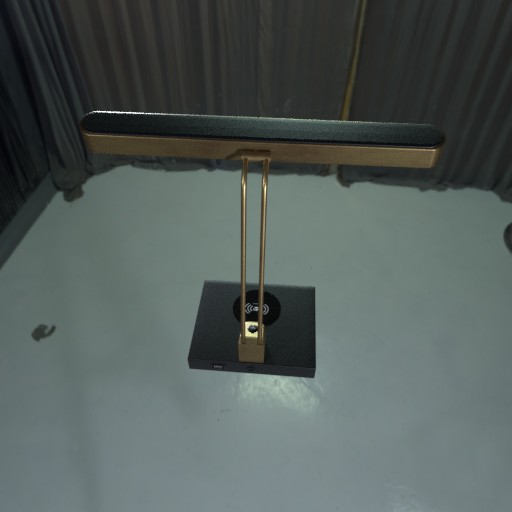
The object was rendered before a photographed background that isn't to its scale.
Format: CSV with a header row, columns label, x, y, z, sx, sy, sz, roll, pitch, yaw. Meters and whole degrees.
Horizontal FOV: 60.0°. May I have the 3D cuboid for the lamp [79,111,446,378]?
label,x,y,z,sx,sy,sz,roll,pitch,yaw
lamp,0.000,0.000,0.583,0.412,0.345,0.156,3,46,3
